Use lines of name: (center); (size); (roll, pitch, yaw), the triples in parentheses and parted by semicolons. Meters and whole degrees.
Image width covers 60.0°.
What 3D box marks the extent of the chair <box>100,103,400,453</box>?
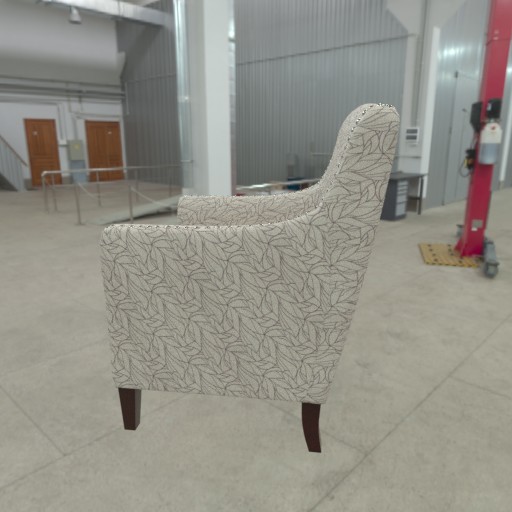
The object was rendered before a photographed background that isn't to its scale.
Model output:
chair: (0.000, 0.000, 1.285); (0.651, 0.816, 0.623); (2, 15, 8)
